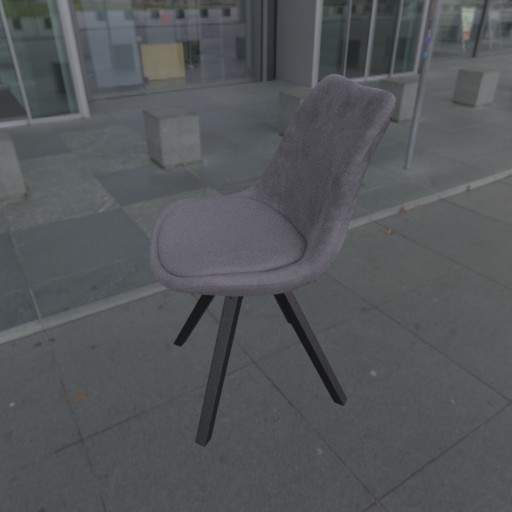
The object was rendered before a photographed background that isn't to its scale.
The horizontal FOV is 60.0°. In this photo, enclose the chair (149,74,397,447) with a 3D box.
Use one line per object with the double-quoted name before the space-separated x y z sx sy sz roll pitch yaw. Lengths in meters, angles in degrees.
"chair" 0.000 0.000 1.182 0.550 0.850 0.485 -9 32 -15
